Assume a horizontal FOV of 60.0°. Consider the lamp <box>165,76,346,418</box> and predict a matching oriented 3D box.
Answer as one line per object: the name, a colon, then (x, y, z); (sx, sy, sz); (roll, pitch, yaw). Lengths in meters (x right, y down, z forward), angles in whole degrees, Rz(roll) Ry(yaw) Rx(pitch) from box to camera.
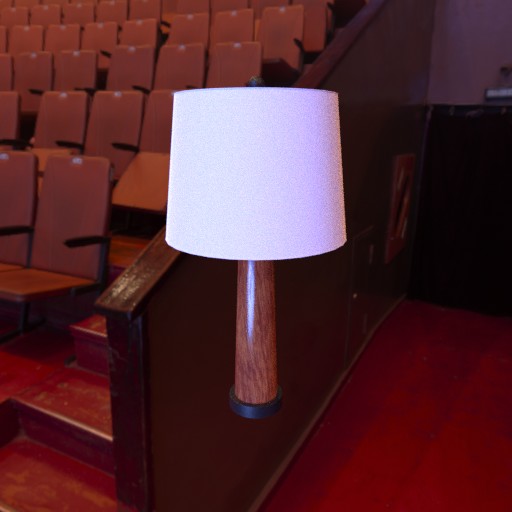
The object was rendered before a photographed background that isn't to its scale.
lamp: (0.000, 0.000, 0.881); (0.349, 0.667, 0.349); (0, 16, 0)
